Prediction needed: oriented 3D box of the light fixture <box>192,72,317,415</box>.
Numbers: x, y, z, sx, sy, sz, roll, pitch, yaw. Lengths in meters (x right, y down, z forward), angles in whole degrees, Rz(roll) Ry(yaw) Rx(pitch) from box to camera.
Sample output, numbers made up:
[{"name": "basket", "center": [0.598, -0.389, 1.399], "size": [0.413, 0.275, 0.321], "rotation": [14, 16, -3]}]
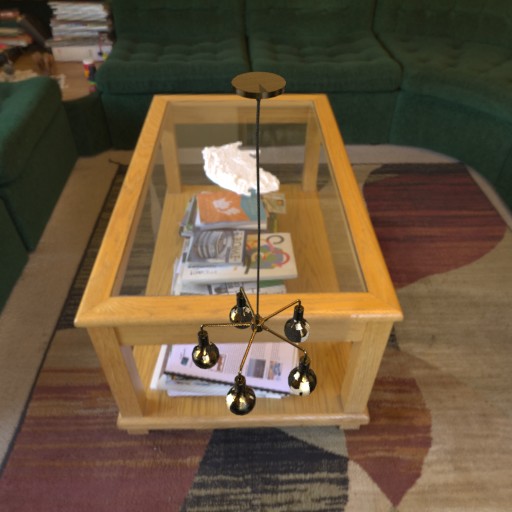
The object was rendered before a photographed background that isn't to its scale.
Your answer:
[{"name": "light fixture", "center": [0.000, 0.000, 1.245], "size": [0.438, 0.988, 0.421], "rotation": [-13, 44, -14]}]
